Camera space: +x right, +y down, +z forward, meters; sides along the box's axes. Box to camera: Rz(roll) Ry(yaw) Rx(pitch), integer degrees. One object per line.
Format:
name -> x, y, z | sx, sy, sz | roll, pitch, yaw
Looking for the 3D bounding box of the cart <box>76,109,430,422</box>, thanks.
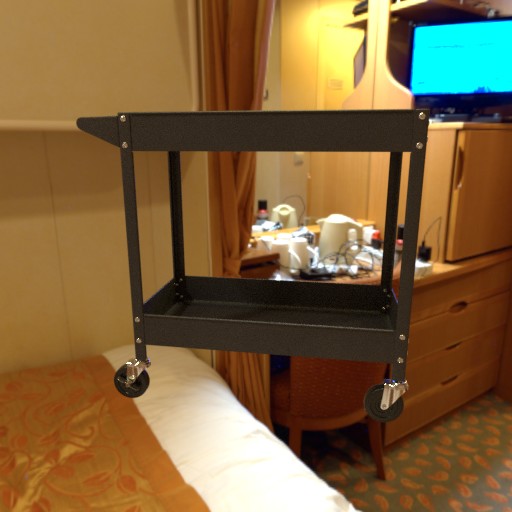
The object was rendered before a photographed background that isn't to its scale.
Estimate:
cart -> 0.000, 0.000, 1.186 | 0.779, 0.719, 0.366 | 2, 15, 9
